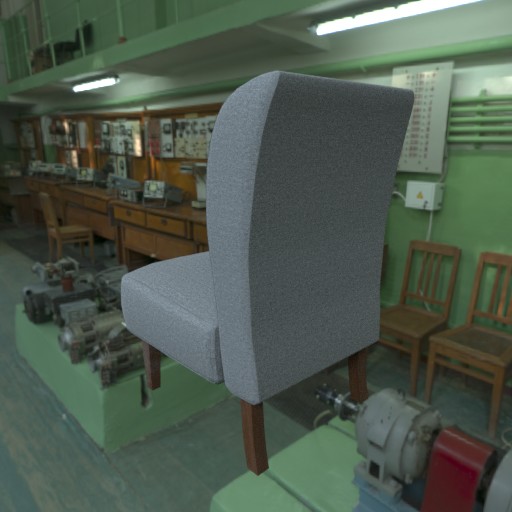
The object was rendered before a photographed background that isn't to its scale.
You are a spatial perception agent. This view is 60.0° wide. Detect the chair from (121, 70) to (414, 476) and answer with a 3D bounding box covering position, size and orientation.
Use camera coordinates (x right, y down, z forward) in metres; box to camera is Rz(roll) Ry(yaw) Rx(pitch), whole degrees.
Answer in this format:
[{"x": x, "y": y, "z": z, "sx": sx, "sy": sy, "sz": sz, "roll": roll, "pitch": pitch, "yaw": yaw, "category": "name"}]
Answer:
[{"x": 0.000, "y": 0.000, "z": 1.154, "sx": 0.513, "sy": 0.804, "sz": 0.592, "roll": -14, "pitch": 20, "yaw": -42, "category": "chair"}]
